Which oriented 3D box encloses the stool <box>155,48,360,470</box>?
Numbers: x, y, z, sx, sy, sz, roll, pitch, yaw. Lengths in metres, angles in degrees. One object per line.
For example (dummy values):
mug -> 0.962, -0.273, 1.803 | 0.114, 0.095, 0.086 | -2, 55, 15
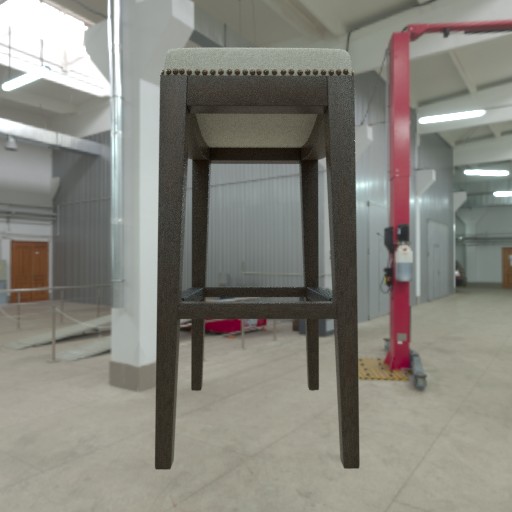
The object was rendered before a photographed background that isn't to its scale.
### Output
stool -> 0.000, 0.000, 1.025 | 0.358, 0.759, 0.498 | 0, 0, -1
